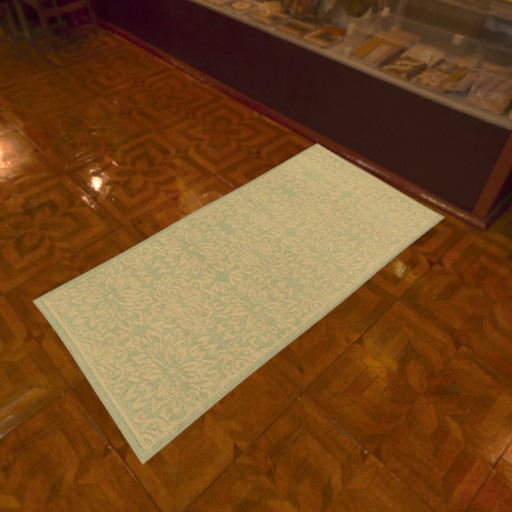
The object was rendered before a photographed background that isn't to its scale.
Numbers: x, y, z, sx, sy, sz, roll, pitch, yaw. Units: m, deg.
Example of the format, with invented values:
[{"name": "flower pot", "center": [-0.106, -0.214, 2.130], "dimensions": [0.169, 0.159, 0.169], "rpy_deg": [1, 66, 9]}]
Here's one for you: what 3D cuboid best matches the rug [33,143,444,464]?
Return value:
[{"name": "rug", "center": [0.000, 0.000, 1.417], "dimensions": [1.219, 0.007, 0.604], "rpy_deg": [-33, 56, -27]}]
